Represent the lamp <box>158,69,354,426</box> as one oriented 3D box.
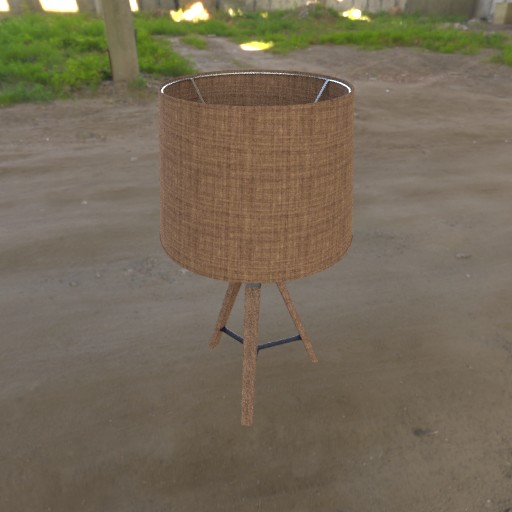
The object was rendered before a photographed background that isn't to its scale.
[{"bbox_3d":[0.000,0.000,0.702,0.290,0.514,0.290,0,31,0],"label":"lamp"}]
